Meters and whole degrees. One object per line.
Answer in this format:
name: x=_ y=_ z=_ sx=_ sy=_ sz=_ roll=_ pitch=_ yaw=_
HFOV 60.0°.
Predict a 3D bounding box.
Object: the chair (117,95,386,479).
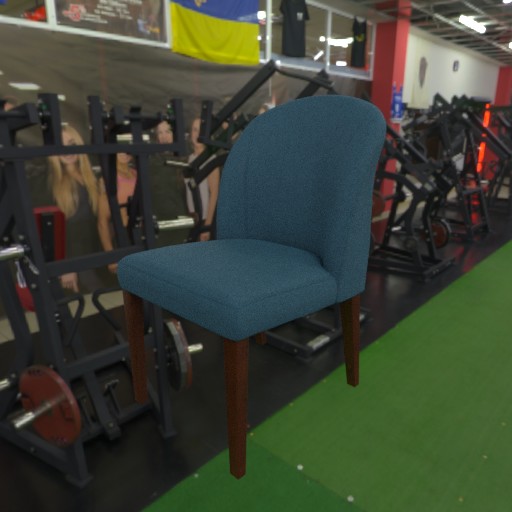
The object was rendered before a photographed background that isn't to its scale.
chair: x=0.000 y=0.000 z=1.250 sx=0.507 sy=0.879 sz=0.620 roll=16 pitch=23 yaw=42
